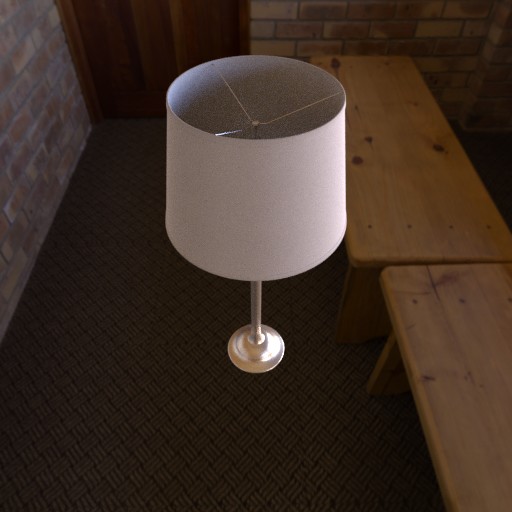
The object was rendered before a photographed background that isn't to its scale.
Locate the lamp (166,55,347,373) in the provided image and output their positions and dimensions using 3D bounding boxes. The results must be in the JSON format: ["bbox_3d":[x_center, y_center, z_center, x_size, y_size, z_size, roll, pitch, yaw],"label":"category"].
[{"bbox_3d":[0.000,0.000,0.903,0.331,0.698,0.331,0,46,0],"label":"lamp"}]
